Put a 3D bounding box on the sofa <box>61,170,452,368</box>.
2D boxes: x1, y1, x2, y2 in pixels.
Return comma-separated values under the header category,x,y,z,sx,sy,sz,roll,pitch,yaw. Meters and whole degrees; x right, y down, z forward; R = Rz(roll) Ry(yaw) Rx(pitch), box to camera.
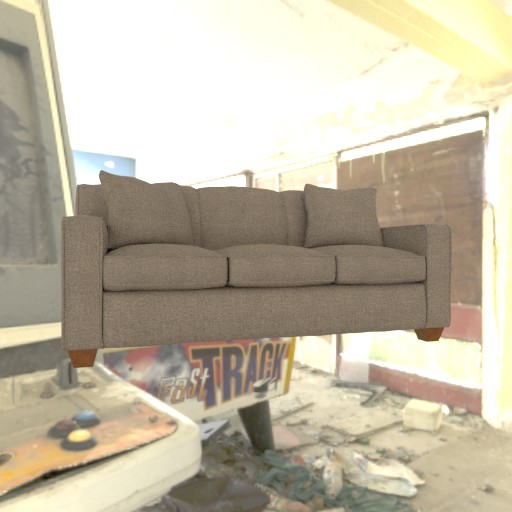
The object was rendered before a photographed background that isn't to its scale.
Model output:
category,x,y,z,sx,sy,sz,roll,pitch,yaw
sofa,0.000,0.000,2.594,2.024,0.958,0.997,0,0,-18
